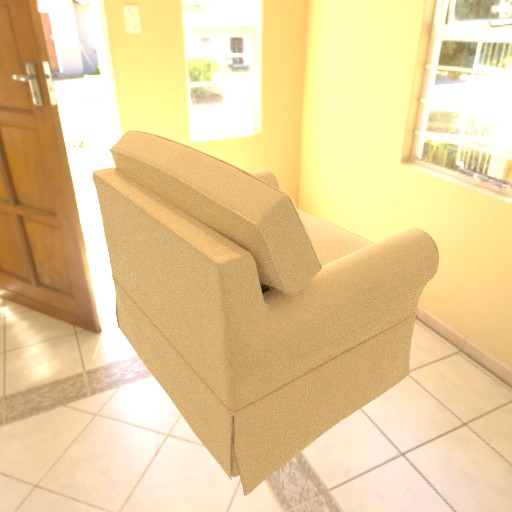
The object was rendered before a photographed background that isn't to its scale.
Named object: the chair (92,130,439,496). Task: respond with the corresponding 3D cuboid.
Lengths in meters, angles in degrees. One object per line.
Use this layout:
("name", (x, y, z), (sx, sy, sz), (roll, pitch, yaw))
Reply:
("chair", (0.000, 0.000, 1.769), (0.904, 0.958, 1.099), (-19, 33, -31))
